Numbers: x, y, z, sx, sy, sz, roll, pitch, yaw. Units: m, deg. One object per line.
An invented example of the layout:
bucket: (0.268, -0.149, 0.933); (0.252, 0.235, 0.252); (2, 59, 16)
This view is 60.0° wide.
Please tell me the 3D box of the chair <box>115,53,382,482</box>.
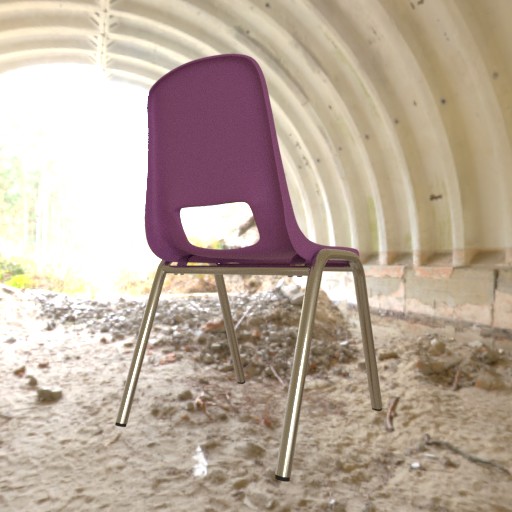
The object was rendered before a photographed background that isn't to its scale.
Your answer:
chair: (0.000, 0.000, 0.679); (0.291, 0.493, 0.301); (-1, -1, 36)
